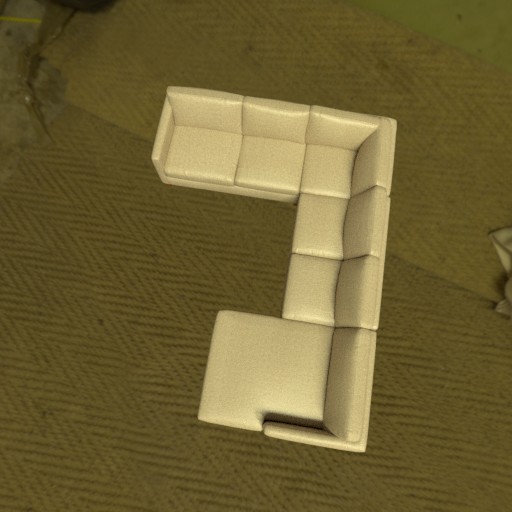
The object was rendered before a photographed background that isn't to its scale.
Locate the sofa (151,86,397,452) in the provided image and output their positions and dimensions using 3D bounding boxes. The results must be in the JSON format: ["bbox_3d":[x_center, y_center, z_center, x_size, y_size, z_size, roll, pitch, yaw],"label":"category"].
[{"bbox_3d":[0.000,0.000,4.699,2.594,0.961,3.460,9,75,2],"label":"sofa"}]
